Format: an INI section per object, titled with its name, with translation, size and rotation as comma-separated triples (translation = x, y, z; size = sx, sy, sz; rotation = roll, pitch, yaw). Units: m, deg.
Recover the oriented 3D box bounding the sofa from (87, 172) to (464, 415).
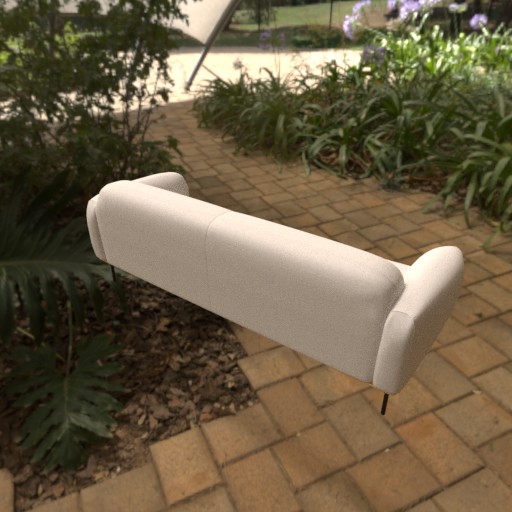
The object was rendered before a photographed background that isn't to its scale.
[sofa]
translation = 0.000, 0.000, 2.712
size = 2.257, 0.780, 0.880
rotation = 20, 35, 31
